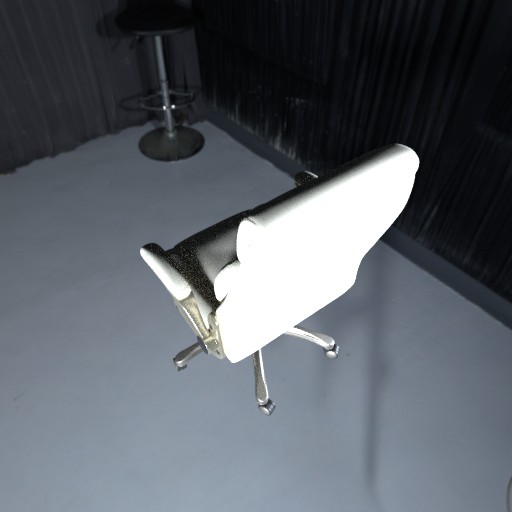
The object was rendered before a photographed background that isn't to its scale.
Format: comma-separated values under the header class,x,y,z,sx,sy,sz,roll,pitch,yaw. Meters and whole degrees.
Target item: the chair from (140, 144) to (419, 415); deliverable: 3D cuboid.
class,x,y,z,sx,sy,sz,roll,pitch,yaw
chair,0.000,0.000,1.602,0.740,1.110,0.794,-32,54,-26
